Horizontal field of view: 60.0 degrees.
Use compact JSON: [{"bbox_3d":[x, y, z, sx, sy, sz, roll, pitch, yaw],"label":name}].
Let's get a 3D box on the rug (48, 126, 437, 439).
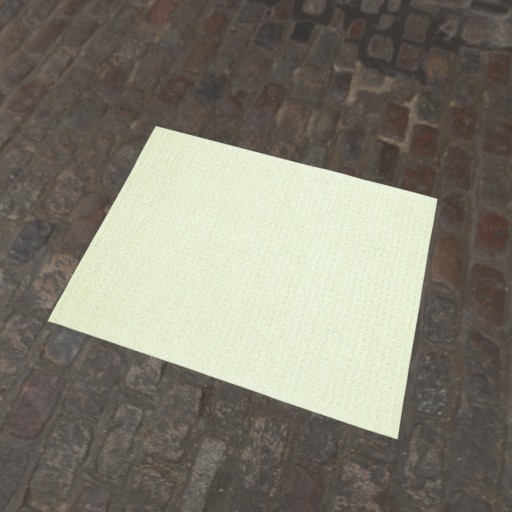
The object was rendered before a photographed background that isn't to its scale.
[{"bbox_3d":[0.000,0.000,4.325,3.204,0.016,2.452,16,65,8],"label":"rug"}]
